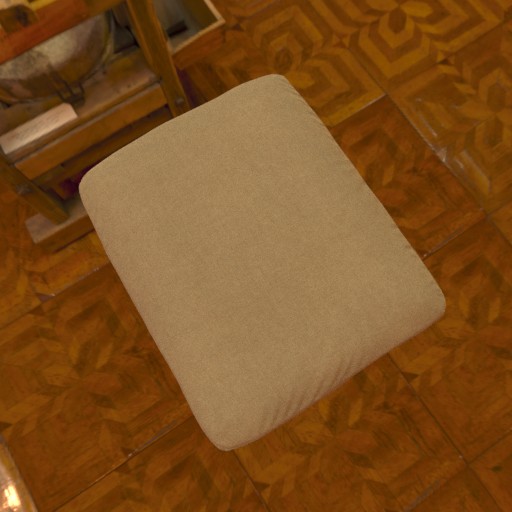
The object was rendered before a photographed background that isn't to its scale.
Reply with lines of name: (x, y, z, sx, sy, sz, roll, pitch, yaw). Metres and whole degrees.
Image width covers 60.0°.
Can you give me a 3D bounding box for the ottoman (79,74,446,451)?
ottoman: (0.000, 0.000, 1.265, 0.683, 0.481, 0.837, -31, 78, -7)
